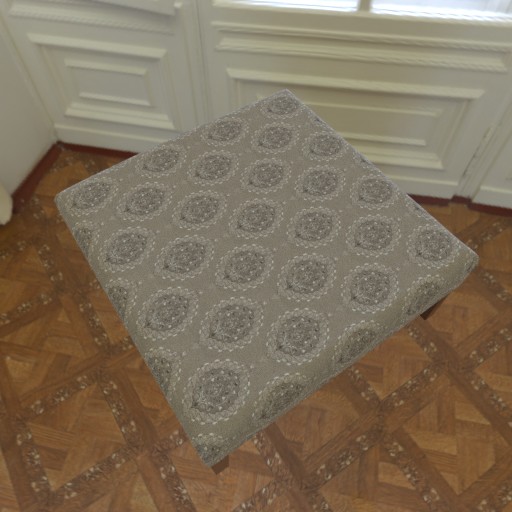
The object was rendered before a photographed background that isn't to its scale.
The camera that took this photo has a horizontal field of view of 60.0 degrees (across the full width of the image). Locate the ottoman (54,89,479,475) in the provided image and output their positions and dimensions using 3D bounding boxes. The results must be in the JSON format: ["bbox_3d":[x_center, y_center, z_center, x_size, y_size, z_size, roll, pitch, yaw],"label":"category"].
[{"bbox_3d":[0.000,0.000,1.402,0.890,0.411,0.889,-30,62,-18],"label":"ottoman"}]
